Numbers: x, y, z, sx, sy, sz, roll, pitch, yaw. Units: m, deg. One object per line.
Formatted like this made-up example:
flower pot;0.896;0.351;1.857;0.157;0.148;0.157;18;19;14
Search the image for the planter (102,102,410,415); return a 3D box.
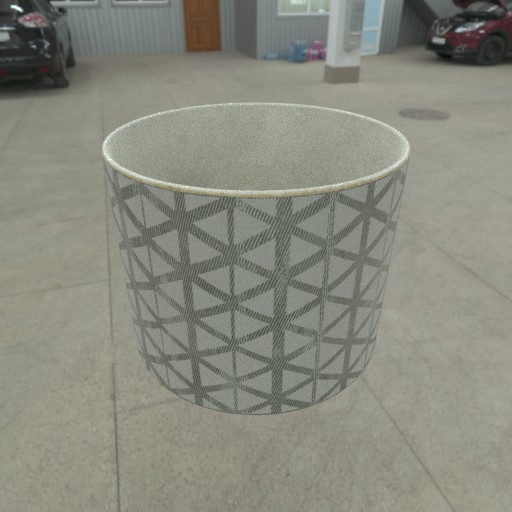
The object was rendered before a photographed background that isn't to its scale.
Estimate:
planter;0.000;0.000;0.435;0.250;0.239;0.250;0;31;0
